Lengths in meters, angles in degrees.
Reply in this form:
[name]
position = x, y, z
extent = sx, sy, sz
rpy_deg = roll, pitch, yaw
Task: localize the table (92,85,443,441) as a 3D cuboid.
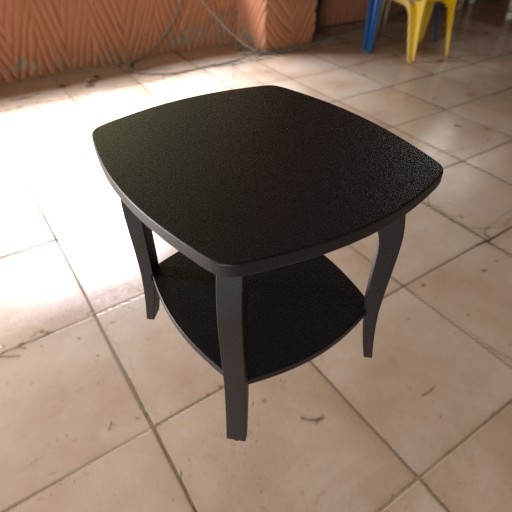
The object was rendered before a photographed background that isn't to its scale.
[table]
position = 0.000, 0.000, 0.858
extent = 0.457, 0.457, 0.508
rpy_deg = -24, 46, -26
